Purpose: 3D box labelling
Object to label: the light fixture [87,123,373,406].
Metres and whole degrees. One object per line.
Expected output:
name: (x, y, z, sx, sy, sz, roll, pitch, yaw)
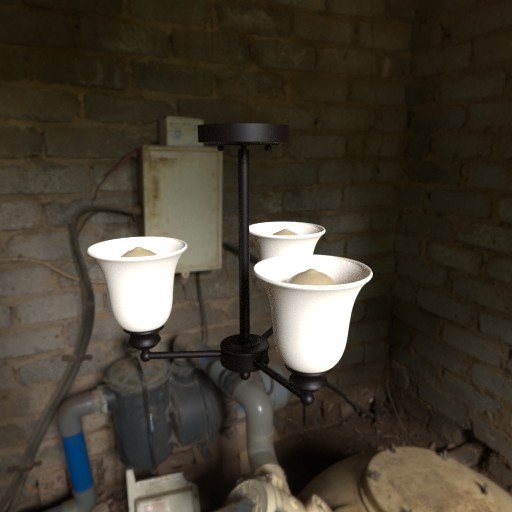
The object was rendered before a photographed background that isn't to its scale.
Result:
light fixture: (0.000, 0.000, 0.660, 0.388, 0.370, 0.354, 7, 15, 26)
